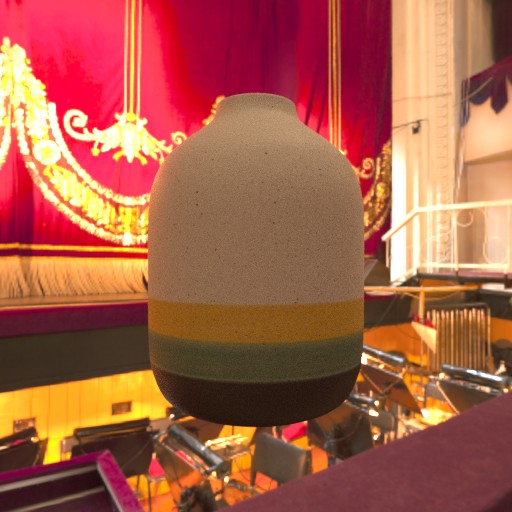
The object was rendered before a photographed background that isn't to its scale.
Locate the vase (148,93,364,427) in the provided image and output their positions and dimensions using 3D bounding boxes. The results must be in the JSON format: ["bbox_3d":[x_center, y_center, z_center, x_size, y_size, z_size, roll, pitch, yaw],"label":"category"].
[{"bbox_3d":[0.000,0.000,0.357,0.169,0.240,0.169,0,0,0],"label":"vase"}]
